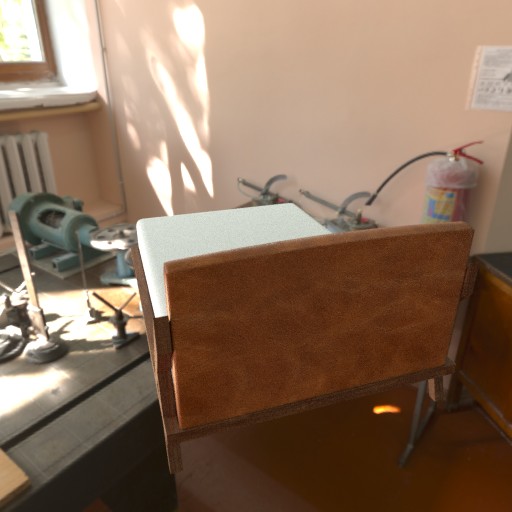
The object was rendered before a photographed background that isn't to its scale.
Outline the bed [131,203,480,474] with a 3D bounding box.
[{"bbox_3d":[0.000,0.000,3.177,1.651,1.168,2.311,-8,26,-17],"label":"bed"}]
